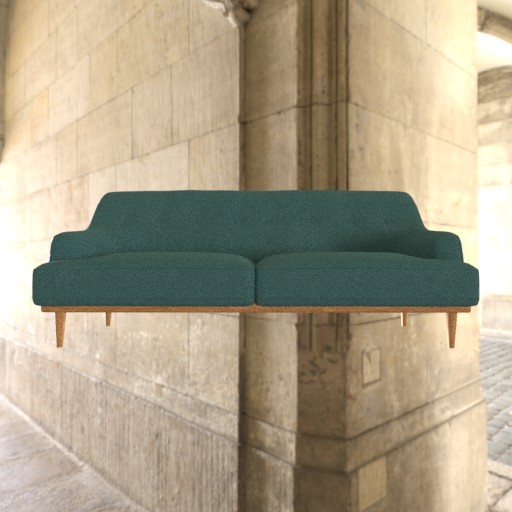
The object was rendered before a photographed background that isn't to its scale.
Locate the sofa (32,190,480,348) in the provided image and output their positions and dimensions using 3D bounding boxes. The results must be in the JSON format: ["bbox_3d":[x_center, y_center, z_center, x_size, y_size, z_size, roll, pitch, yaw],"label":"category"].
[{"bbox_3d":[0.000,0.000,2.476,2.057,0.871,0.978,0,0,0],"label":"sofa"}]
